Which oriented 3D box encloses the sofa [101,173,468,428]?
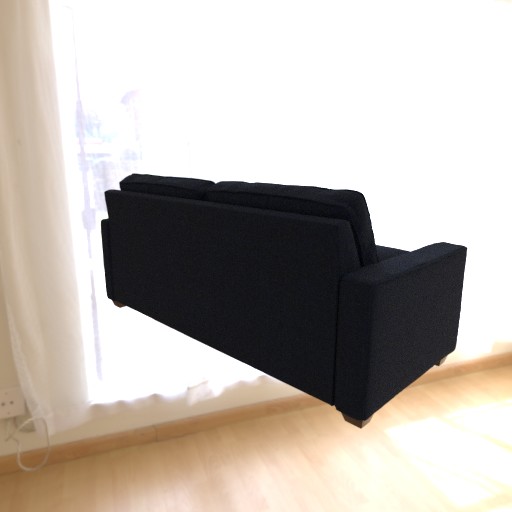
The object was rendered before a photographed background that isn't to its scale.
[{"bbox_3d":[0.000,0.000,2.585,2.080,0.919,0.940,13,19,43],"label":"sofa"}]
